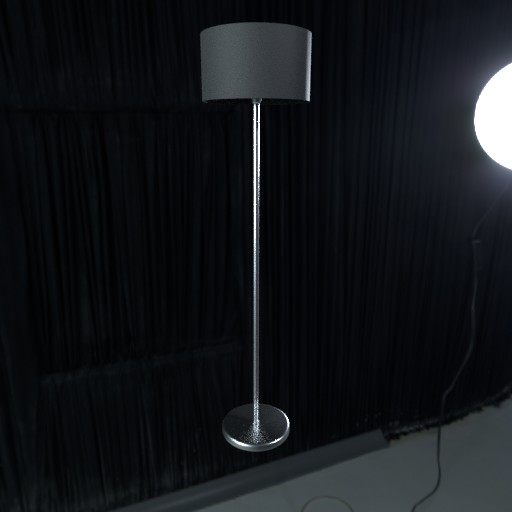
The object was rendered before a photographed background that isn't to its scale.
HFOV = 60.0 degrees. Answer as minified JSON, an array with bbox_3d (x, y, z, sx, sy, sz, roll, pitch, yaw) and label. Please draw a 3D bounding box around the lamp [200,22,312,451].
[{"bbox_3d":[0.000,0.000,1.591,0.348,1.443,0.348,-7,17,-24],"label":"lamp"}]
